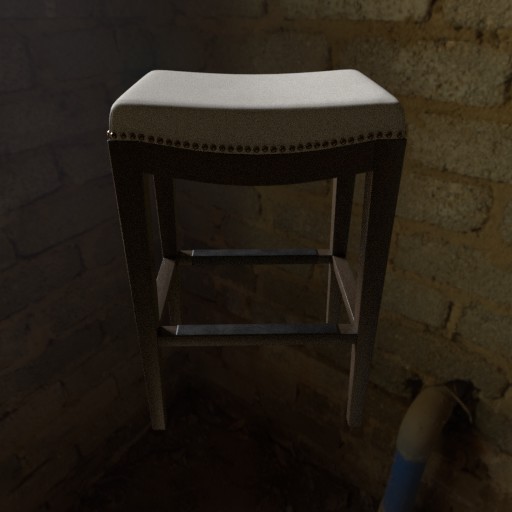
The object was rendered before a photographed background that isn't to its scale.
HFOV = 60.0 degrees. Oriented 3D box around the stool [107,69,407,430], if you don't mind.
[{"bbox_3d":[0.000,0.000,1.020,0.498,0.759,0.358,-1,31,-1],"label":"stool"}]
